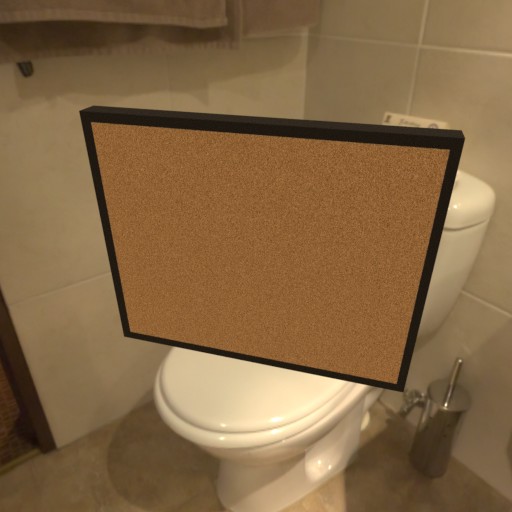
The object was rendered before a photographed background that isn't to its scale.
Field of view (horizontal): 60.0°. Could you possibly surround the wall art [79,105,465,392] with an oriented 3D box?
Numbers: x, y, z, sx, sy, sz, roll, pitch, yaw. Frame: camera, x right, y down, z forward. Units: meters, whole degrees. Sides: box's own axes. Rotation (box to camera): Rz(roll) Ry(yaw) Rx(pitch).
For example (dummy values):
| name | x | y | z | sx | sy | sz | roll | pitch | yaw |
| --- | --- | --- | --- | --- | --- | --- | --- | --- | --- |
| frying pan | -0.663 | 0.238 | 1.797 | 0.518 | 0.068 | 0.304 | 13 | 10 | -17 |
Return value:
| name | x | y | z | sx | sy | sz | roll | pitch | yaw |
| --- | --- | --- | --- | --- | --- | --- | --- | --- | --- |
| wall art | 0.000 | 0.000 | 0.537 | 0.397 | 0.325 | 0.028 | 8 | 32 | 13 |
